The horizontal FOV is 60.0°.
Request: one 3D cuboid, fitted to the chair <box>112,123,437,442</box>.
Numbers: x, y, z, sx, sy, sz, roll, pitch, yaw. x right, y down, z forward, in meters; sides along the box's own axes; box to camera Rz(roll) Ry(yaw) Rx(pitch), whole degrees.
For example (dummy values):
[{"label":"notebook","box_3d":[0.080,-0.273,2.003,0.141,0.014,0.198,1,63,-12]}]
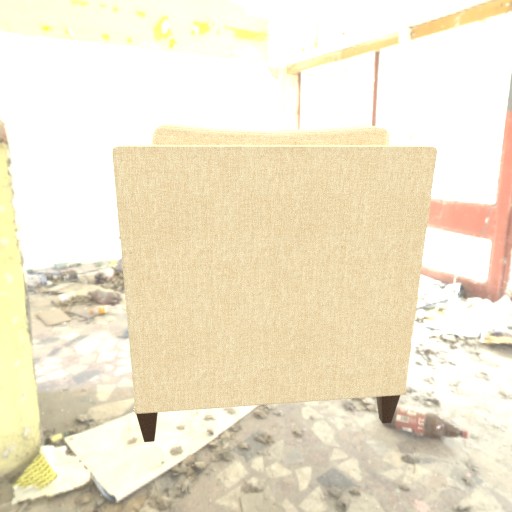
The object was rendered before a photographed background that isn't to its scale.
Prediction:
[{"label":"chair","box_3d":[0.000,0.000,1.705,0.838,0.940,1.041,-2,14,-7]}]
